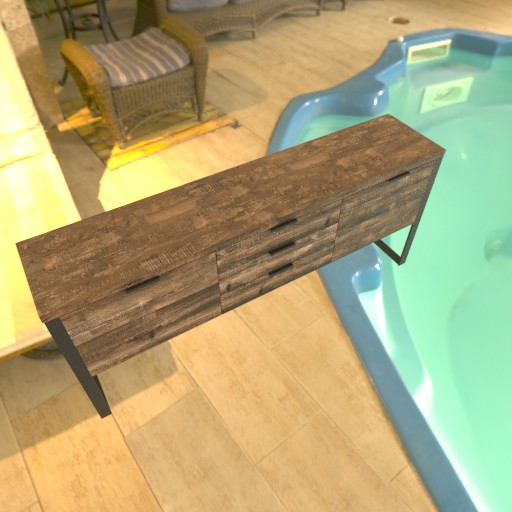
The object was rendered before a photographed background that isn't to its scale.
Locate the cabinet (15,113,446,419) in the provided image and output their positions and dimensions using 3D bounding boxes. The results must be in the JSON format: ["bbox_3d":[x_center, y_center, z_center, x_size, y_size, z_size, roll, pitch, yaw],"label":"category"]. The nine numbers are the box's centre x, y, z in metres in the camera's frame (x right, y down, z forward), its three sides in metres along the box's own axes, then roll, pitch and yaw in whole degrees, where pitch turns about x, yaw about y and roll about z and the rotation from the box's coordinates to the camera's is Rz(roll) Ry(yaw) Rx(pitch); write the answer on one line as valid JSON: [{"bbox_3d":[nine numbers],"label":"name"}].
[{"bbox_3d":[0.000,0.000,2.084,1.800,0.762,0.395,-24,51,-21],"label":"cabinet"}]
